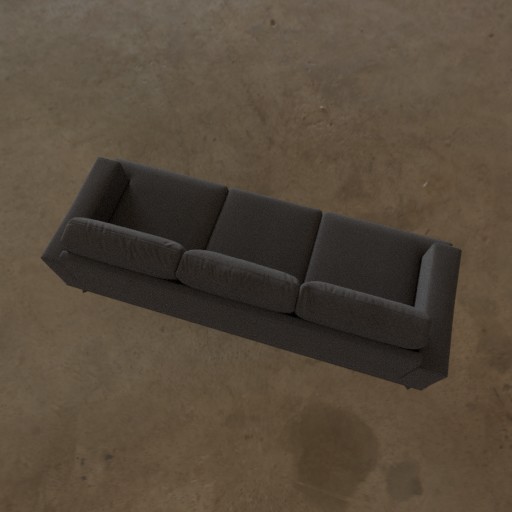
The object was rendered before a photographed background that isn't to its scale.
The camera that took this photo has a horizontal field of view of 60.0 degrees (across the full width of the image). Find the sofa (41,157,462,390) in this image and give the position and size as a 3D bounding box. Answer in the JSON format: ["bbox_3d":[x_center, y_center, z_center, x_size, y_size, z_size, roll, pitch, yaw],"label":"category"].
[{"bbox_3d":[0.000,0.000,2.712,2.310,0.810,0.920,15,65,7],"label":"sofa"}]
